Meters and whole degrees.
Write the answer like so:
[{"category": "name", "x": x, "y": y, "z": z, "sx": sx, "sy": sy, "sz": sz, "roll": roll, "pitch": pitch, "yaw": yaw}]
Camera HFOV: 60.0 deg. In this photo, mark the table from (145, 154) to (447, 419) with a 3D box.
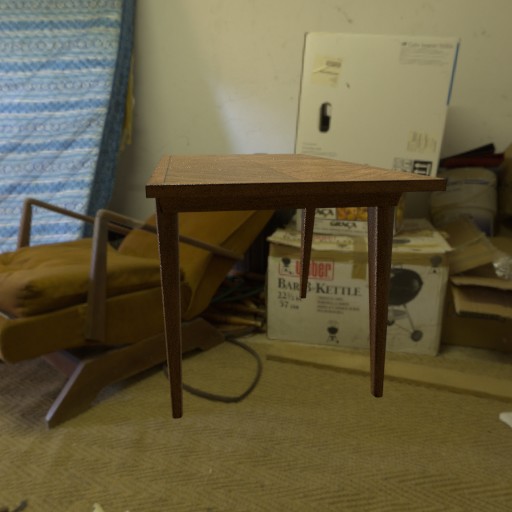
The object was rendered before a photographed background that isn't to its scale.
[{"category": "table", "x": 0.000, "y": 0.000, "z": 1.845, "sx": 0.757, "sy": 0.760, "sz": 1.400, "roll": -3, "pitch": 16, "yaw": -9}]
